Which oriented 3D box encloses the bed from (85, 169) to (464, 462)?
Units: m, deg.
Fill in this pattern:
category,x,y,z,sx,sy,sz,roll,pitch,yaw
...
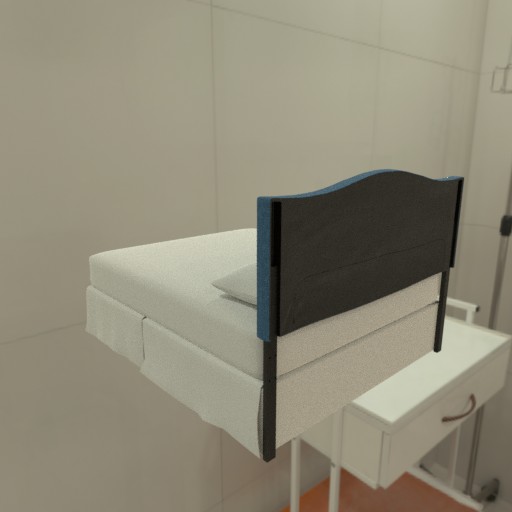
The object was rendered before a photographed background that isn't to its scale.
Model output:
category,x,y,z,sx,sy,sz,roll,pitch,yaw
bed,0.000,0.000,2.855,1.610,1.169,1.872,-12,19,-41
